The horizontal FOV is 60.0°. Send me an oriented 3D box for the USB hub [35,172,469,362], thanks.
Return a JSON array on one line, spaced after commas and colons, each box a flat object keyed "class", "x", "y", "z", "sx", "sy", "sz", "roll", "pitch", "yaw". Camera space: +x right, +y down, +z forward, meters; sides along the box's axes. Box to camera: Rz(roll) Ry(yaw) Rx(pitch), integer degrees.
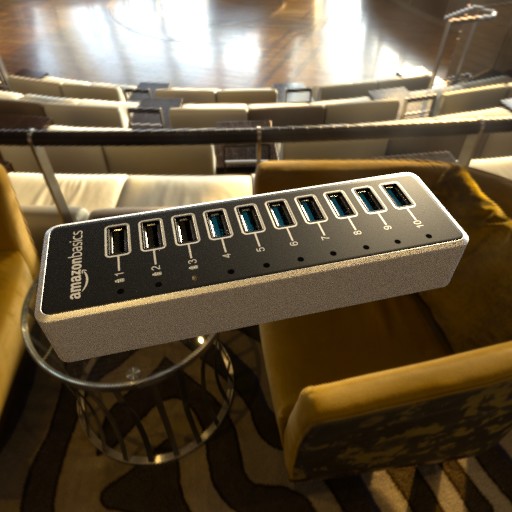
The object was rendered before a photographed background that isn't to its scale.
[{"class": "USB hub", "x": 0.000, "y": 0.000, "z": 0.164, "sx": 0.145, "sy": 0.023, "sz": 0.044, "roll": -10, "pitch": 47, "yaw": -10}]
